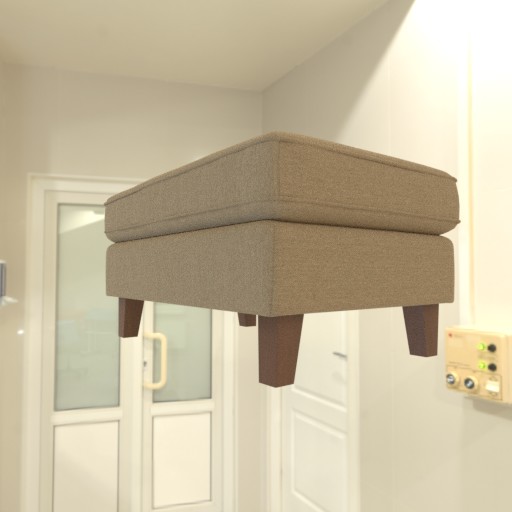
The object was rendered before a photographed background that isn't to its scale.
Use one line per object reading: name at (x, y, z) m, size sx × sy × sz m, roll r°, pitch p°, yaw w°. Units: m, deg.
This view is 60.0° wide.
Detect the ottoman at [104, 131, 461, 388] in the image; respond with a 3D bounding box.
ottoman at (0.000, 0.000, 1.313) m, size 0.636 × 0.521 × 0.945 m, roll 2°, pitch -3°, yaw -37°
